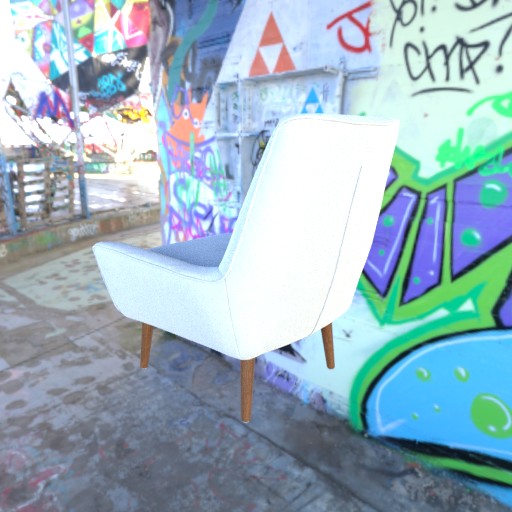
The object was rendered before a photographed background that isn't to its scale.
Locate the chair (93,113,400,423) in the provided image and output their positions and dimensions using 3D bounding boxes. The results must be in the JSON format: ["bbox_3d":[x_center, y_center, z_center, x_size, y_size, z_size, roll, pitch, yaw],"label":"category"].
[{"bbox_3d":[0.000,0.000,1.499,0.822,0.888,0.787,14,20,42],"label":"chair"}]
